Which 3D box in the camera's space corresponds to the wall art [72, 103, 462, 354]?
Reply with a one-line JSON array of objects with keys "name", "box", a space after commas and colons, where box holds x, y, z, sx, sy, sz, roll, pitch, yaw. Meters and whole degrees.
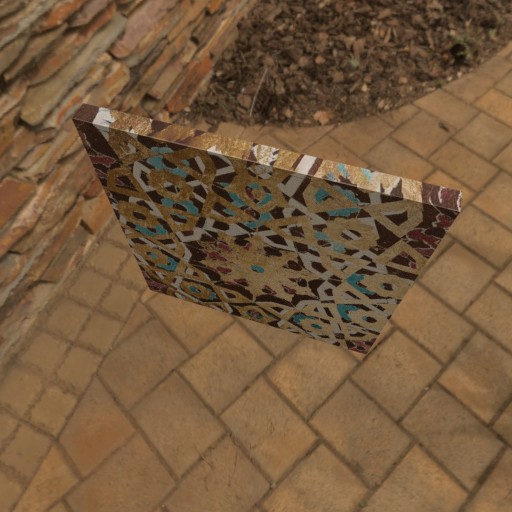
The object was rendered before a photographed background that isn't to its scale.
[{"name": "wall art", "box": [0.000, 0.000, 0.935, 0.609, 0.613, 0.041, 15, 60, 9]}]
